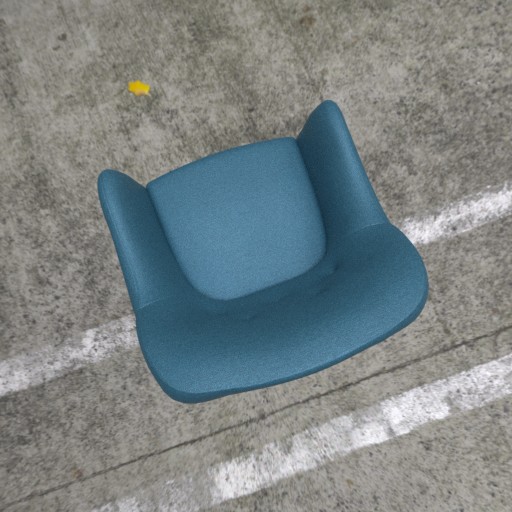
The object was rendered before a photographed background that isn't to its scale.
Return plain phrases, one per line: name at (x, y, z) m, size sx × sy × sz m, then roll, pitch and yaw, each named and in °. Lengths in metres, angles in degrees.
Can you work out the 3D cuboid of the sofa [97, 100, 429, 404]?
sofa at (0.000, 0.000, 1.518) m, size 0.836 × 0.817 × 0.825 m, roll -19°, pitch 76°, yaw -5°
